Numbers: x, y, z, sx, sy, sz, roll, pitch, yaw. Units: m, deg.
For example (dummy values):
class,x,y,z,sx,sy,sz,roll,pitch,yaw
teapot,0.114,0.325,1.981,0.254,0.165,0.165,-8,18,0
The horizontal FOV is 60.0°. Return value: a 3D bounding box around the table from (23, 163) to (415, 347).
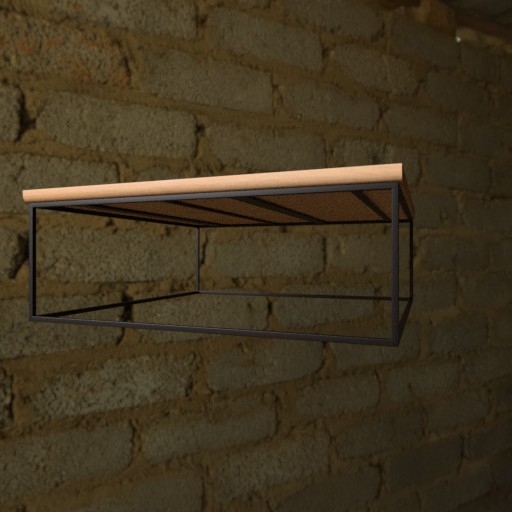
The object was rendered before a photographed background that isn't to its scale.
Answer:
class,x,y,z,sx,sy,sz,roll,pitch,yaw
table,0.000,0.000,1.666,1.100,0.400,1.100,0,0,21
